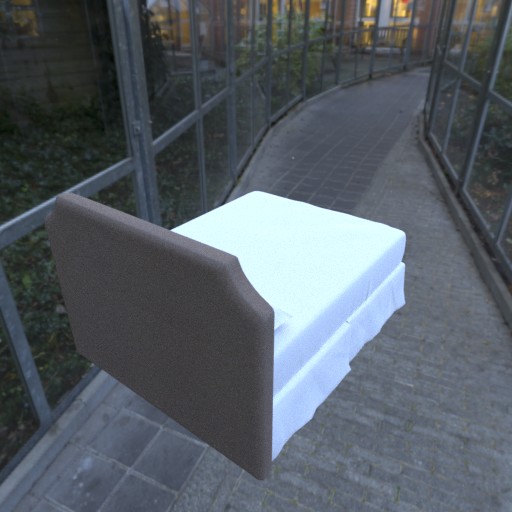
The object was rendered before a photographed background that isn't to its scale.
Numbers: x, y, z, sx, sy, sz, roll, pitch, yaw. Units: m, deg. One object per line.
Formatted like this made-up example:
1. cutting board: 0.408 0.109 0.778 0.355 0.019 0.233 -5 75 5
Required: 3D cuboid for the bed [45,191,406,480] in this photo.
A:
1. bed: 0.000 0.000 3.206 1.693 1.290 2.116 20 35 32
